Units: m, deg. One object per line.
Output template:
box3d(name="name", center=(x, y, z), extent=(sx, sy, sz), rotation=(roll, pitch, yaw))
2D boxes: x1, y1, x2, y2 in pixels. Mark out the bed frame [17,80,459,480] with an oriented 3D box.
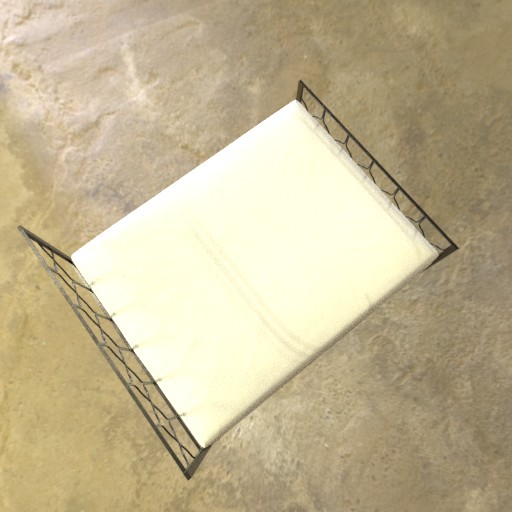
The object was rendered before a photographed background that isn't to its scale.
box3d(name="bed frame", center=(0.000, 0.000, 3.008), extent=(2.063, 1.222, 1.597), rotation=(-37, 78, -9))
